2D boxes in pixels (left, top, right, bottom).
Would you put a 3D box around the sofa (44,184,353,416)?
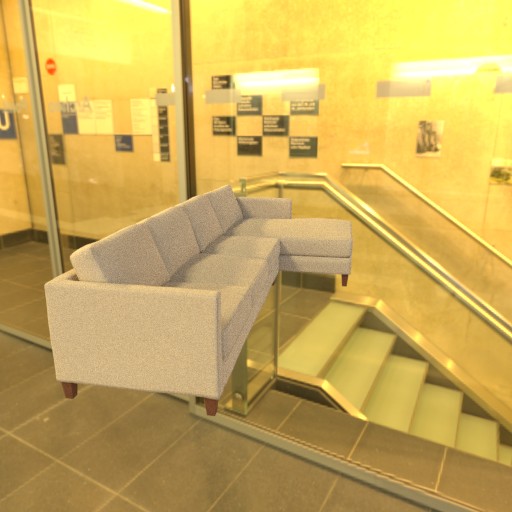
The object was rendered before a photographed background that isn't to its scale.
[{"bbox_3d":[0.000,0.000,3.685,1.625,0.861,3.186,3,16,10],"label":"sofa"}]
